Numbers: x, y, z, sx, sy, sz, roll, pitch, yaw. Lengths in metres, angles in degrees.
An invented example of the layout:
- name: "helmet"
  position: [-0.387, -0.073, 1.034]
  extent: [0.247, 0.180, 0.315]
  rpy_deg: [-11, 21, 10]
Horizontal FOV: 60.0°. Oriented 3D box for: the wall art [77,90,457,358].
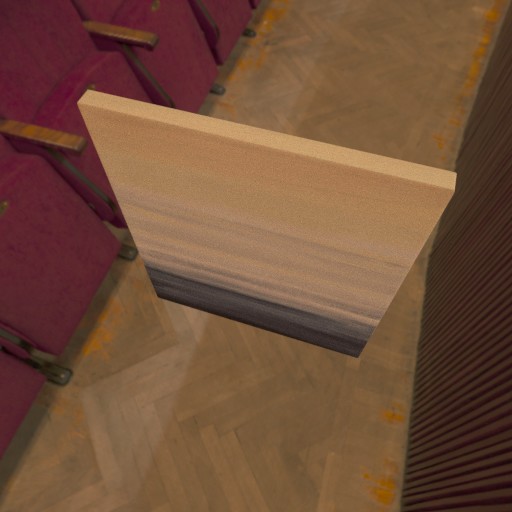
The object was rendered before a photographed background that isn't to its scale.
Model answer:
- name: "wall art"
  position: [0.000, 0.000, 0.987]
  extent: [0.608, 0.710, 0.041]
  rpy_deg: [15, 59, 9]
